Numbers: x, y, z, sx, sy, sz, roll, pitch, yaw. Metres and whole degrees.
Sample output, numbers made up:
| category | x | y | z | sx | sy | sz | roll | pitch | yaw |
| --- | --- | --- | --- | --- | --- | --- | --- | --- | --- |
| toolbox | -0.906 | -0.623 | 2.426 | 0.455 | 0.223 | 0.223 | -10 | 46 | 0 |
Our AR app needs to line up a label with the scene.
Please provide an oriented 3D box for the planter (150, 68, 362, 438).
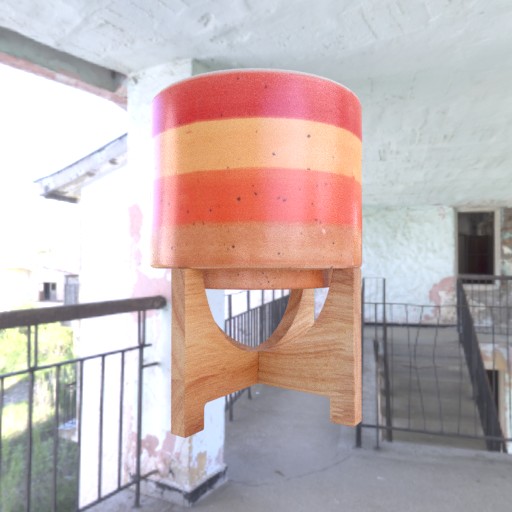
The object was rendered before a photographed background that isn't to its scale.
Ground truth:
| category | x | y | z | sx | sy | sz | roll | pitch | yaw |
| --- | --- | --- | --- | --- | --- | --- | --- | --- | --- |
| planter | 0.000 | 0.000 | 0.409 | 0.199 | 0.268 | 0.199 | 0 | -1 | 0 |
